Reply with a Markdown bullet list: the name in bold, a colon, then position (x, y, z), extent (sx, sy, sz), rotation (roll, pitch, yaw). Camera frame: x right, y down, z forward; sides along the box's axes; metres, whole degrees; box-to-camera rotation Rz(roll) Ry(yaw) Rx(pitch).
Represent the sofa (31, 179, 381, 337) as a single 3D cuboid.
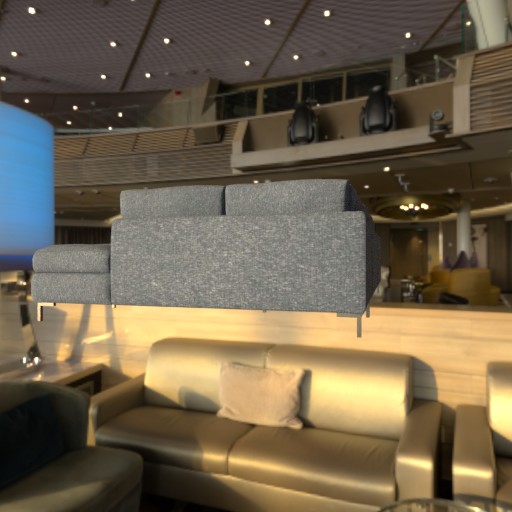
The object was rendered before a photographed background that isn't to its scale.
- **sofa**: position (0.000, 0.000, 3.814), extent (2.007, 0.815, 2.949), rotation (0, 0, 17)
